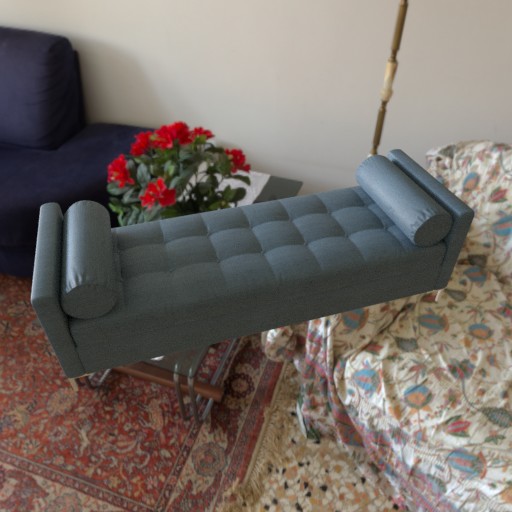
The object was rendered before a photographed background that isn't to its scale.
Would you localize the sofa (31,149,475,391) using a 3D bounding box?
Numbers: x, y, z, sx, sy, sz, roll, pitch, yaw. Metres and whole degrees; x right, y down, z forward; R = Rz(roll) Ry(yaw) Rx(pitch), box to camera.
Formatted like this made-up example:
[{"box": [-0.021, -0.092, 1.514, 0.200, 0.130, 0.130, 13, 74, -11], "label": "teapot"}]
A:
[{"box": [0.000, 0.000, 2.316, 1.981, 0.635, 0.686, -11, 42, -13], "label": "sofa"}]
